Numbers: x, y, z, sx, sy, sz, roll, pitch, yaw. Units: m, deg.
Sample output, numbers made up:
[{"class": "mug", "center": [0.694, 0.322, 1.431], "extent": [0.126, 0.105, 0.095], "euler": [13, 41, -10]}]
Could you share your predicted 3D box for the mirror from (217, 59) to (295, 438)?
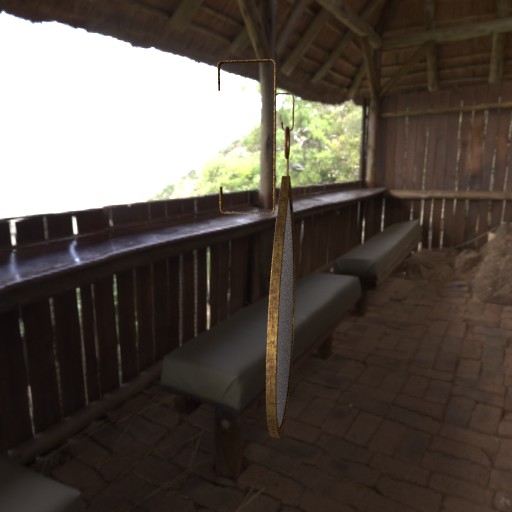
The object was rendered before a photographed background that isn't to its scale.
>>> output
[{"class": "mirror", "center": [0.000, 0.000, 0.909], "extent": [0.144, 0.744, 0.405], "euler": [2, 14, 9]}]
